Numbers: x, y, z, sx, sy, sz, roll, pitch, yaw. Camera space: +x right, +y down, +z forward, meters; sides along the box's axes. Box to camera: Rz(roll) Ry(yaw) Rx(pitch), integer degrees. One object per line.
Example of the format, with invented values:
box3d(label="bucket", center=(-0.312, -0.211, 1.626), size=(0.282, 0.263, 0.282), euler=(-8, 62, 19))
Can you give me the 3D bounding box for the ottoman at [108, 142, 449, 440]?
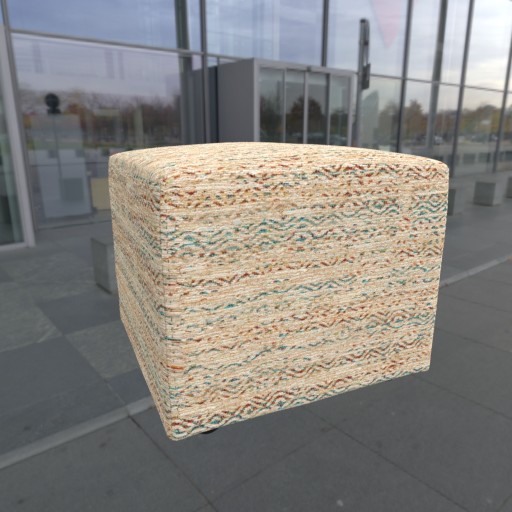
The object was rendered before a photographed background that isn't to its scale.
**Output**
box3d(label="ottoman", center=(0.000, 0.000, 0.918), size=(0.512, 0.453, 0.521), euler=(-7, 17, -23))
